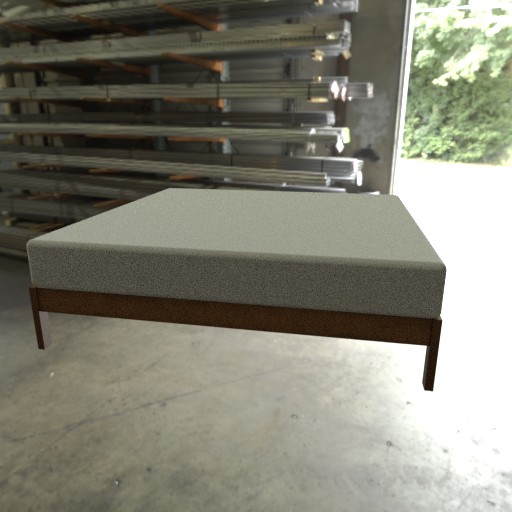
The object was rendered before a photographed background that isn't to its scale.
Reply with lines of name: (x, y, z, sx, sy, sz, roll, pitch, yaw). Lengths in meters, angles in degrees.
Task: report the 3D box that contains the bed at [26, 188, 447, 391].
bed: (0.000, 0.000, 3.049, 2.049, 0.616, 1.930, 3, 17, 11)
